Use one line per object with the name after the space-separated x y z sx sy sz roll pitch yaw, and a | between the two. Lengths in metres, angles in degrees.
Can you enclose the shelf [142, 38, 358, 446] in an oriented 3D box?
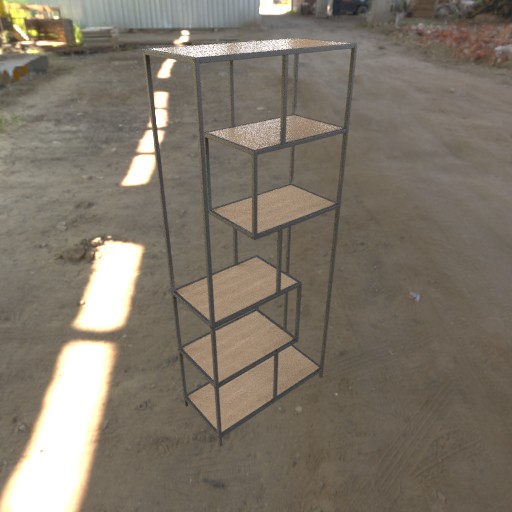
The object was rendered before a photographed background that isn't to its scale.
0.000 0.000 2.152 0.770 1.850 0.350 -22 37 -33 | shelf
